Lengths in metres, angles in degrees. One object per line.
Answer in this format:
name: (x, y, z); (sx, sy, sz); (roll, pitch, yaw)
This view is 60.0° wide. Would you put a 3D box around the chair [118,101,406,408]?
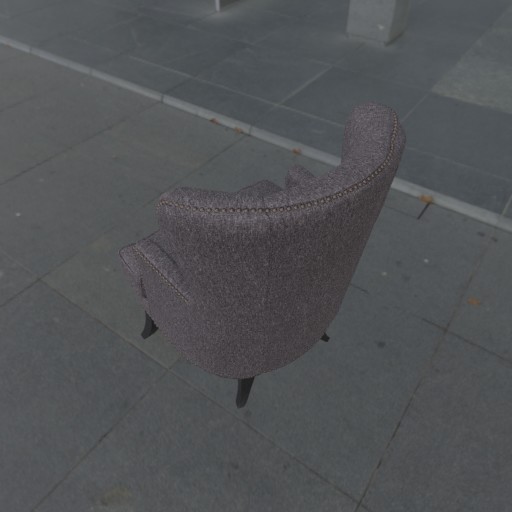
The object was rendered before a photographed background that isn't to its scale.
chair: (0.000, 0.000, 1.581); (0.759, 1.060, 0.758); (-31, 53, -27)
